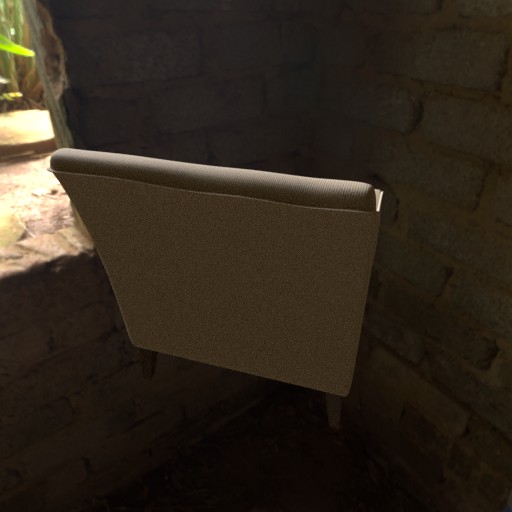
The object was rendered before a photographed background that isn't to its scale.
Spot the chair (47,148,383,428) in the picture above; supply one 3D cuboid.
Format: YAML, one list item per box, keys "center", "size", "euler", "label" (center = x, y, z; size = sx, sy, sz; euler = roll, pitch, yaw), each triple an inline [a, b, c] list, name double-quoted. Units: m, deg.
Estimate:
- center: [0.000, 0.000, 1.522]
  size: [0.780, 0.919, 0.899]
  euler: [9, 33, 15]
  label: "chair"
